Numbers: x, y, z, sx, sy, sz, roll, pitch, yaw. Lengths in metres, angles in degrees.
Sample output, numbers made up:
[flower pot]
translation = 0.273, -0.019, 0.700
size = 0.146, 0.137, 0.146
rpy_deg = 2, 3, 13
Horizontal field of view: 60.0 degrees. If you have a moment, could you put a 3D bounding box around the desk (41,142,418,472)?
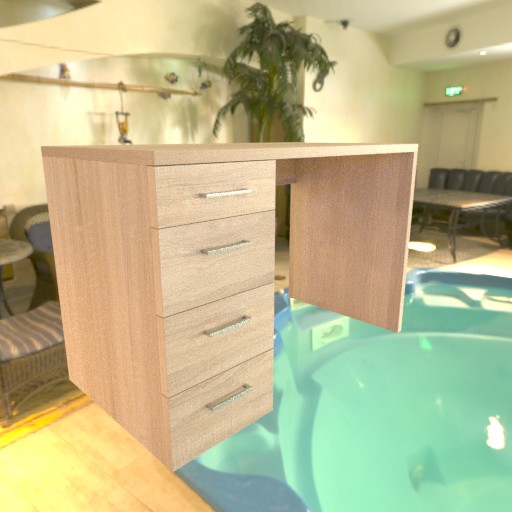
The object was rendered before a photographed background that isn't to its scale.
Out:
[desk]
translation = 0.000, 0.000, 1.503
size = 1.100, 0.731, 0.600
rpy_deg = -15, 21, -43
